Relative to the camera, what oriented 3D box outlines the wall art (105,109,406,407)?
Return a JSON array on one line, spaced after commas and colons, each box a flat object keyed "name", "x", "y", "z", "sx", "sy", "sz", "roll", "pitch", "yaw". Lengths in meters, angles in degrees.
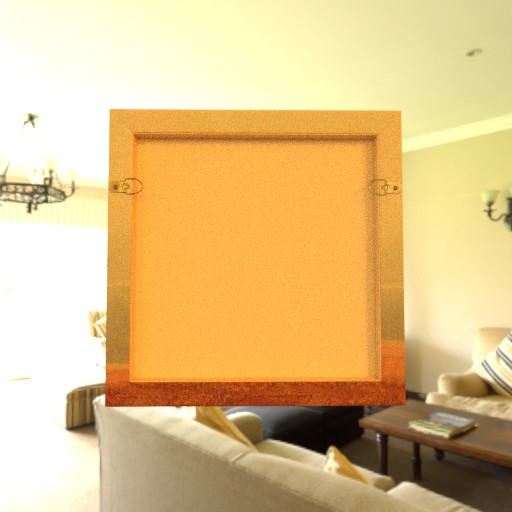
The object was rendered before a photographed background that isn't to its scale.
[{"name": "wall art", "x": 0.000, "y": 0.000, "z": 0.915, "sx": 0.605, "sy": 0.605, "sz": 0.034, "roll": 0, "pitch": -3, "yaw": -1}]
